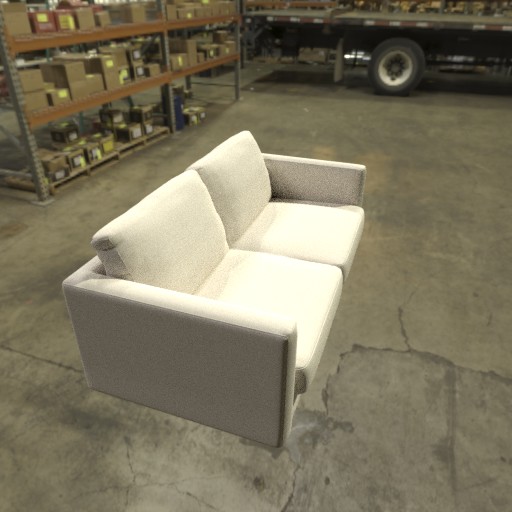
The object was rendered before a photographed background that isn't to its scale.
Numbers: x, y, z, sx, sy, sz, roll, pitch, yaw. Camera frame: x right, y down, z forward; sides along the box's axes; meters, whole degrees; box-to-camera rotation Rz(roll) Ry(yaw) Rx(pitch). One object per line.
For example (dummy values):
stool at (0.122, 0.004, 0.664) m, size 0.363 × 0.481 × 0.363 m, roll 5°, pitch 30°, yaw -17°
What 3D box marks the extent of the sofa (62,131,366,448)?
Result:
sofa at (0.000, 0.000, 2.307) m, size 0.940 × 0.893 × 1.713 m, roll 11°, pitch 33°, yaw 17°
